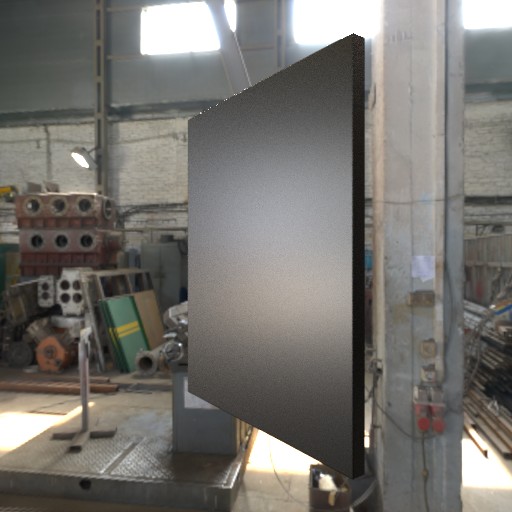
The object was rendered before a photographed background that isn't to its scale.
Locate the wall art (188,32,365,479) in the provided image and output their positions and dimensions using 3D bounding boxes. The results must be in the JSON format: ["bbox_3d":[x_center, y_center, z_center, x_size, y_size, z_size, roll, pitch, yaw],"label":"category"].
[{"bbox_3d":[0.000,0.000,1.578,0.053,1.194,0.950,0,0,-36],"label":"wall art"}]
